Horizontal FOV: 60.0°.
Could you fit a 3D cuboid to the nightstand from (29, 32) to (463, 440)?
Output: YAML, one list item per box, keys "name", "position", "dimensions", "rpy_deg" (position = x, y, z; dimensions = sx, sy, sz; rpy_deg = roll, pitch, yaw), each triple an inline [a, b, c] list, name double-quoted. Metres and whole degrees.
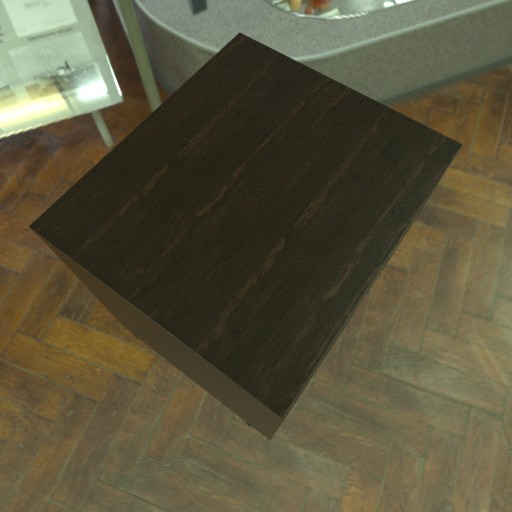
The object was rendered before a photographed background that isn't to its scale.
- name: "nightstand"
  position: [0.000, 0.000, 0.865]
  dimensions: [0.427, 0.487, 0.489]
  rpy_deg: [33, 69, 15]
